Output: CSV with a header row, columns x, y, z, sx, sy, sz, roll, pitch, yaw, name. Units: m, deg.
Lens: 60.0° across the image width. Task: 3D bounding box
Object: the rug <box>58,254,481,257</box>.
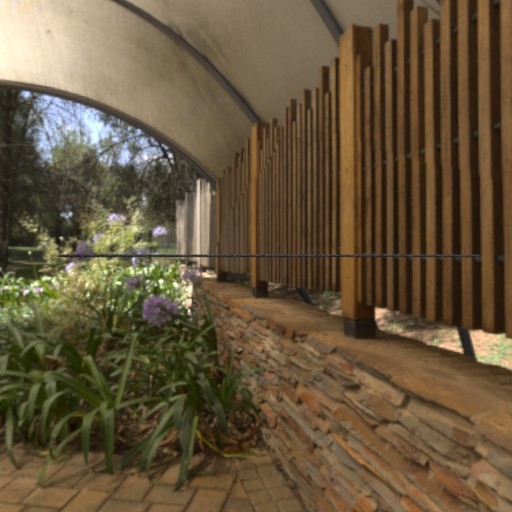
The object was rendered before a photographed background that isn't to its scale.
x,y,z,sx,sy,sz,roll,pitch,yaw,name
0.000,0.000,2.233,1.754,0.010,1.139,0,0,-20,rug
